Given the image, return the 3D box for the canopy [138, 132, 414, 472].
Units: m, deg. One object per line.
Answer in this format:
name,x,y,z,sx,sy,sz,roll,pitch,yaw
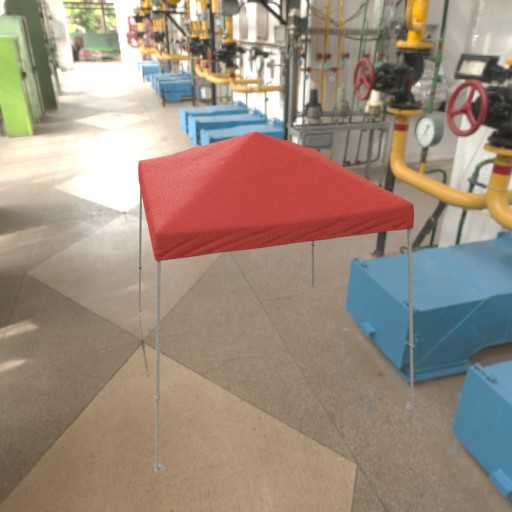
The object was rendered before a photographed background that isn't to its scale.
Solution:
canopy,0.000,0.000,6.551,3.600,3.600,3.599,-8,27,-15
